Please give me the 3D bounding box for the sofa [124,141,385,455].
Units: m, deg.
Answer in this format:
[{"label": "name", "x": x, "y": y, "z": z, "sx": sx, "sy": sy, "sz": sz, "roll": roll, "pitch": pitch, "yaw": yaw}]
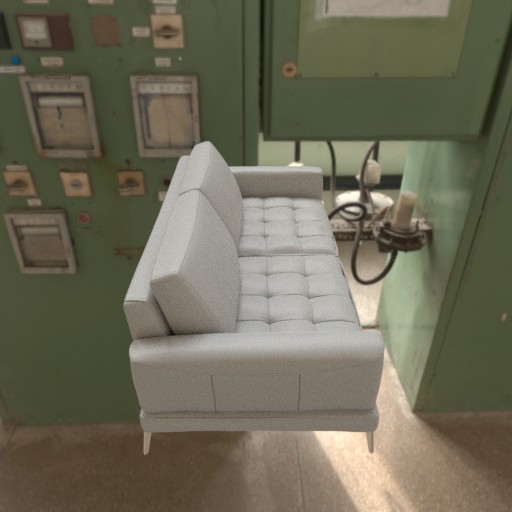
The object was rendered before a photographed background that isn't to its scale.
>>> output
[{"label": "sofa", "x": 0.000, "y": 0.000, "z": 2.764, "sx": 1.121, "sy": 0.930, "sz": 2.177, "roll": 0, "pitch": 32, "yaw": 0}]
